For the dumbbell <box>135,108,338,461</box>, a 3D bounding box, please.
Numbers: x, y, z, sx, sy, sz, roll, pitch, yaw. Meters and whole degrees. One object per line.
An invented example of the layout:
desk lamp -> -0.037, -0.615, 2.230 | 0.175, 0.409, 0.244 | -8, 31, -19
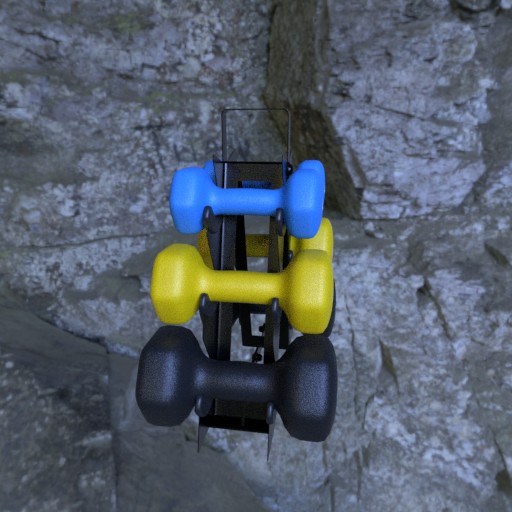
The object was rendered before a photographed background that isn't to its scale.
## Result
dumbbell -> 0.000, 0.000, 0.676 | 0.255, 0.426, 0.409 | 3, 17, 9
